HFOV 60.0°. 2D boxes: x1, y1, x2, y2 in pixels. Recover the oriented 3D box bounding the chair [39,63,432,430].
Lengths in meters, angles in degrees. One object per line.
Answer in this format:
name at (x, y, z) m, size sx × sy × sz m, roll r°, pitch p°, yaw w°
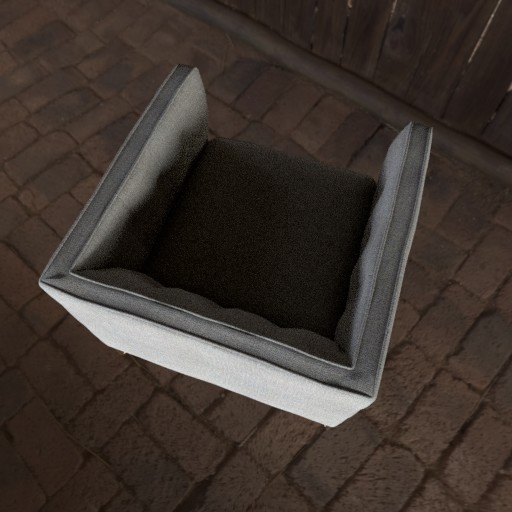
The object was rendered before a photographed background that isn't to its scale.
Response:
chair at (0.000, 0.000, 1.610) m, size 0.920 × 0.799 × 0.912 m, roll 17°, pitch 65°, yaw 9°
